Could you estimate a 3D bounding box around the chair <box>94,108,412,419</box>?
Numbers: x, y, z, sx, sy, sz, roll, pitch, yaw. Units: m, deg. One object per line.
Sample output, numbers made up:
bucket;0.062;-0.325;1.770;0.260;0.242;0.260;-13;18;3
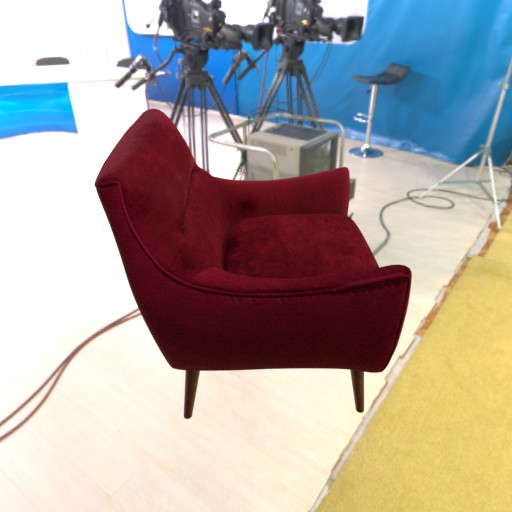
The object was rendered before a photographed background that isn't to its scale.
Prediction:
chair;0.000;0.000;1.467;0.787;0.838;0.762;-1;32;-2
